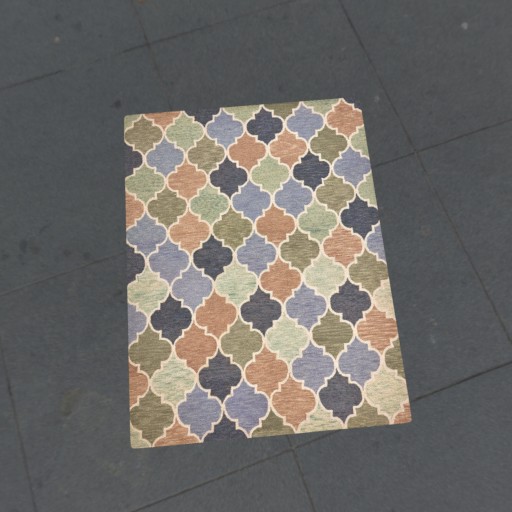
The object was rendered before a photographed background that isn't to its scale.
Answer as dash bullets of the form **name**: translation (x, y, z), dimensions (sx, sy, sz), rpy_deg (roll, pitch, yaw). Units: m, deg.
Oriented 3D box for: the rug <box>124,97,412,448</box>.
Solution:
- **rug**: translation (0.000, 0.000, 4.204), dimensions (2.439, 0.013, 3.200), rpy_deg (-5, 76, -1)
